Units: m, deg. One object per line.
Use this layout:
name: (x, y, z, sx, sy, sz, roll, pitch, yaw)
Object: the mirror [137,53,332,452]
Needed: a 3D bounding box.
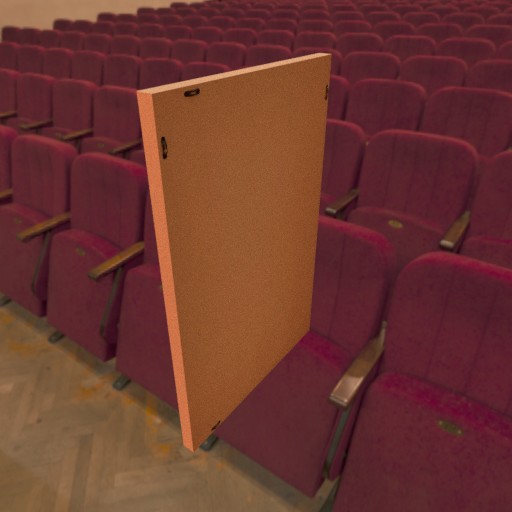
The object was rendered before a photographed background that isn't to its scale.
mirror: (0.000, 0.000, 1.162, 0.041, 0.915, 0.609, 21, 37, 30)
